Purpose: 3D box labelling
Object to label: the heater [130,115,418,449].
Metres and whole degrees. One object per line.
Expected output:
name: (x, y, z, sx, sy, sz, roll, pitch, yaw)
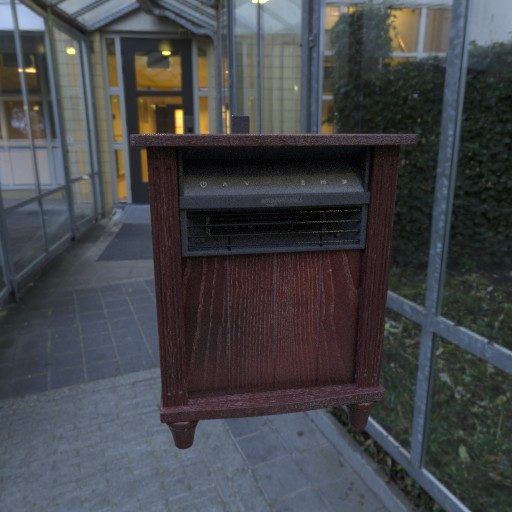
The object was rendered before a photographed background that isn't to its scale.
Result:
heater: (0.000, 0.000, 0.775, 0.362, 0.481, 0.400, -3, 16, -9)
